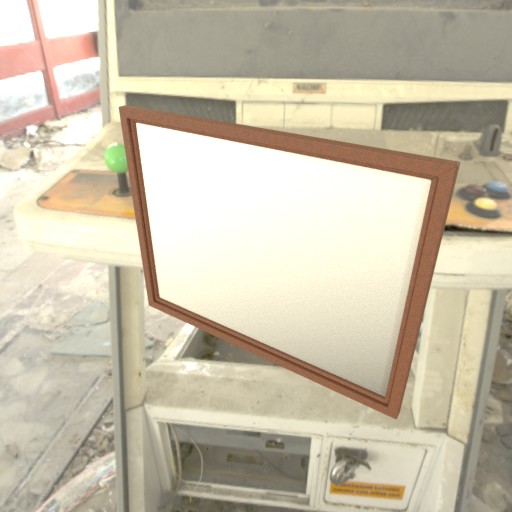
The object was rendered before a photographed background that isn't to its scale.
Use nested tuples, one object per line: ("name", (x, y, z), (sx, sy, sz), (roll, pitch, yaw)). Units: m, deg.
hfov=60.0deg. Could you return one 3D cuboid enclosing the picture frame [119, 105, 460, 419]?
("picture frame", (0.000, 0.000, 1.785), (1.329, 1.018, 0.045), (19, 35, 28))
